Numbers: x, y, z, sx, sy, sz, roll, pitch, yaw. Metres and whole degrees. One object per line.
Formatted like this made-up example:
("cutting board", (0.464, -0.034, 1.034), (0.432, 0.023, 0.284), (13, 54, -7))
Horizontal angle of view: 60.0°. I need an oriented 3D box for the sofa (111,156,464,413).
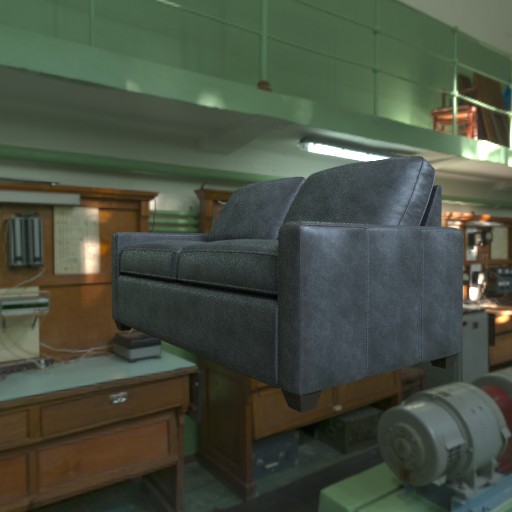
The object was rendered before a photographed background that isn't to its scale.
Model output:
("sofa", (0.000, 0.000, 2.277), (0.939, 0.916, 1.732), (-1, 2, -36))
